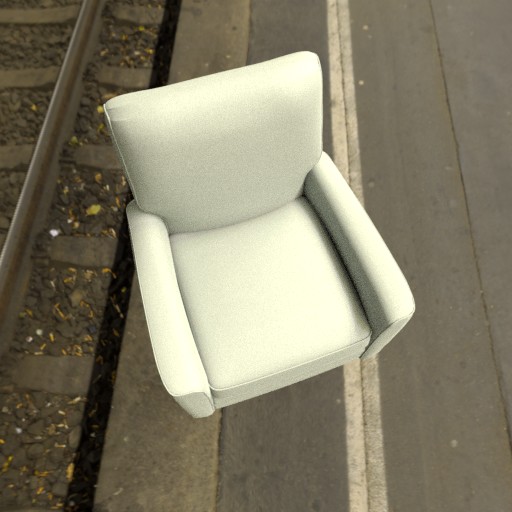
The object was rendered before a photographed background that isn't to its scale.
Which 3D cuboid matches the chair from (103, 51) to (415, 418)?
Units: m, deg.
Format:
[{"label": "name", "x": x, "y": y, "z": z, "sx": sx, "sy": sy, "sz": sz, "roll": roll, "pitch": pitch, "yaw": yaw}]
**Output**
[{"label": "chair", "x": 0.000, "y": 0.000, "z": 1.599, "sx": 0.853, "sy": 1.007, "sz": 0.846, "roll": -17, "pitch": 65, "yaw": -8}]
